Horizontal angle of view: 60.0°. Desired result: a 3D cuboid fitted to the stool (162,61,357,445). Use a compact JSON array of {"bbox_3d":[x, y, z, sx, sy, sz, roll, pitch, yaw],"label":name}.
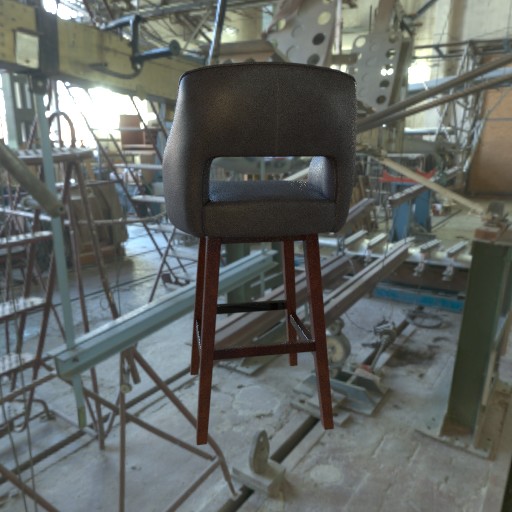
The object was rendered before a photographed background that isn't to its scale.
[{"bbox_3d":[0.000,0.000,1.389,0.550,1.041,0.560,-3,14,-10],"label":"stool"}]
